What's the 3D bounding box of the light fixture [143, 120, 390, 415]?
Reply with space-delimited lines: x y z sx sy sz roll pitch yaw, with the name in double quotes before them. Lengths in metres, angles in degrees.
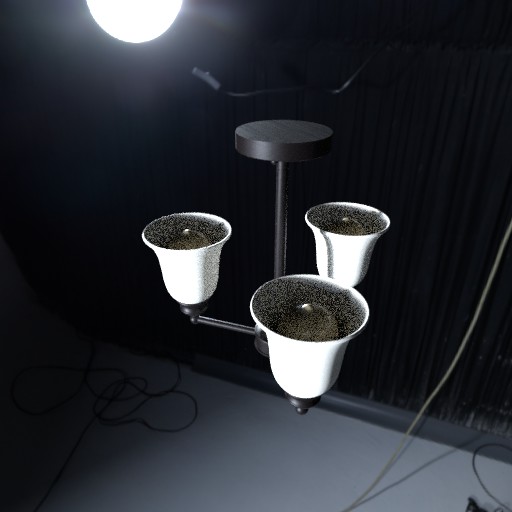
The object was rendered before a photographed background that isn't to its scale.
"light fixture" 0.000 0.000 0.650 0.354 0.370 0.388 10 31 17
